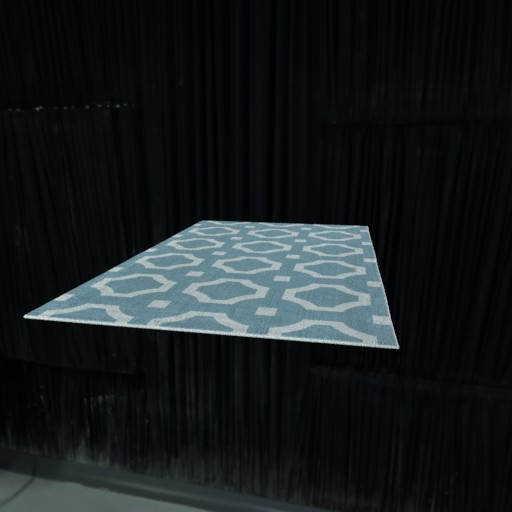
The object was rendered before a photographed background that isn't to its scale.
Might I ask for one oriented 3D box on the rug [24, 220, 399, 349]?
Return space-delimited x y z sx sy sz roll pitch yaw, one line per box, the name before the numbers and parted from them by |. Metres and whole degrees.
rug | 0.000 0.000 2.890 1.528 0.015 2.443 3 14 11
